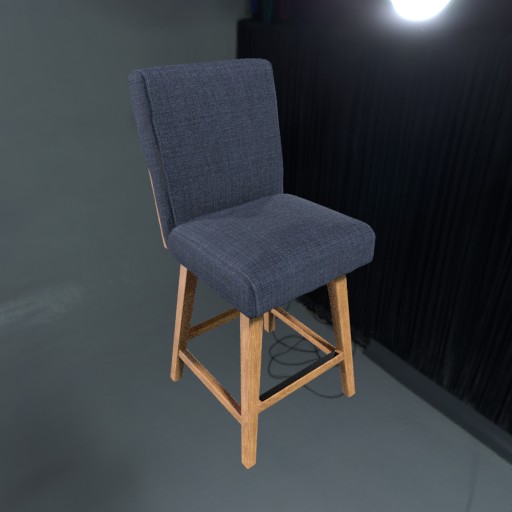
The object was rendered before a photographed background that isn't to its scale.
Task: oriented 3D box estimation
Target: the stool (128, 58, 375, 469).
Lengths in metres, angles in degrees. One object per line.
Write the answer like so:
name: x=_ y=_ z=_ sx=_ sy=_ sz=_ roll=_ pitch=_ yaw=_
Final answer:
stool: x=0.000 y=0.000 z=1.304 sx=0.459 sy=1.010 sz=0.526 roll=-21 pitch=36 yaw=-32
